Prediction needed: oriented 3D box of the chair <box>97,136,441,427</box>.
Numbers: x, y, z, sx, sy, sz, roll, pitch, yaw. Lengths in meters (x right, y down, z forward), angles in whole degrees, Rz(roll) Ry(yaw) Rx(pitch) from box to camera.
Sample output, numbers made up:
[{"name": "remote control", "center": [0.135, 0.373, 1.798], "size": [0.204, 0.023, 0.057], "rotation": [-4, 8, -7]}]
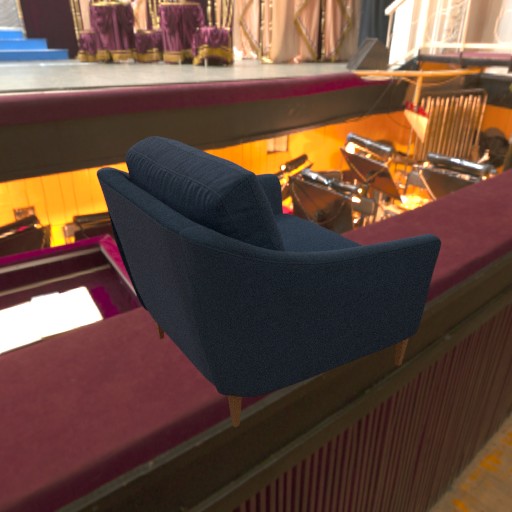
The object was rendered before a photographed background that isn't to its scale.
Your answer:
[{"name": "chair", "center": [0.000, 0.000, 1.739], "size": [0.961, 0.899, 0.987], "rotation": [-18, 32, -31]}]
